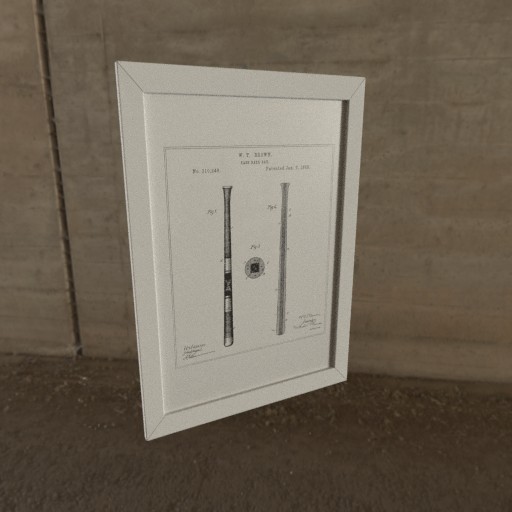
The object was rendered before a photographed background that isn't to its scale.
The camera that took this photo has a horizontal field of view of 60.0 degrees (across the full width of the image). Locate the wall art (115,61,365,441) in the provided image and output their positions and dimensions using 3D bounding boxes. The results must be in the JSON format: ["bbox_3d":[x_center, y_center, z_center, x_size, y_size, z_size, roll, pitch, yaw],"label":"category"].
[{"bbox_3d":[0.000,0.000,0.680,0.374,0.529,0.012,-8,18,-26],"label":"wall art"}]
